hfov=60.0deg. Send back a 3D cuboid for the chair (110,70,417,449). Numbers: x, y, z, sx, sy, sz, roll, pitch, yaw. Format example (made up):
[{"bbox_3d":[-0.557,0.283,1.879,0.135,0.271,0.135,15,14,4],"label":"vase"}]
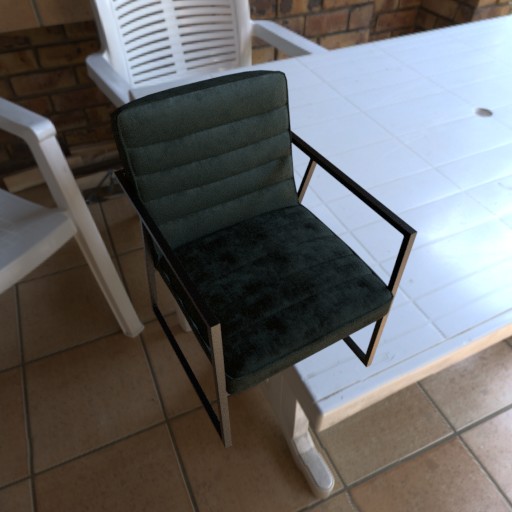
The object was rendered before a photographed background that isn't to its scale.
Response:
[{"bbox_3d":[0.000,0.000,1.324,0.571,0.833,0.677,-22,50,-21],"label":"chair"}]
